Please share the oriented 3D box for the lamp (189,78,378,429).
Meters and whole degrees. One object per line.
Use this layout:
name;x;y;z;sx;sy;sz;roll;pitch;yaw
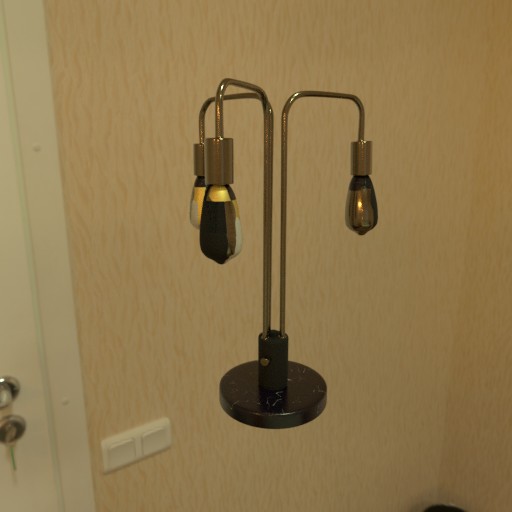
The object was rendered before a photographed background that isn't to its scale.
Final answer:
lamp;0.000;0.000;0.788;0.355;0.560;0.368;7;15;26
